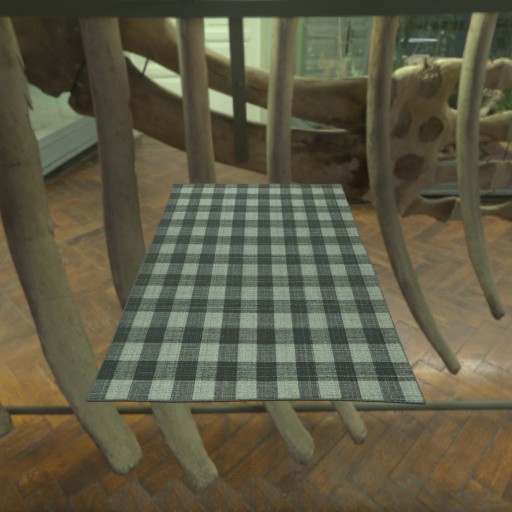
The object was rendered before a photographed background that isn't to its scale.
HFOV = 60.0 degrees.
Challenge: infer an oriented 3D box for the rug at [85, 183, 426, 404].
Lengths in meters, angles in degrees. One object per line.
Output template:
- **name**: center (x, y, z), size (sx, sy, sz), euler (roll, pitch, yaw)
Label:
- **rug**: center (0.000, 0.000, 3.040), size (1.554, 0.011, 2.476), euler (0, 32, 0)
